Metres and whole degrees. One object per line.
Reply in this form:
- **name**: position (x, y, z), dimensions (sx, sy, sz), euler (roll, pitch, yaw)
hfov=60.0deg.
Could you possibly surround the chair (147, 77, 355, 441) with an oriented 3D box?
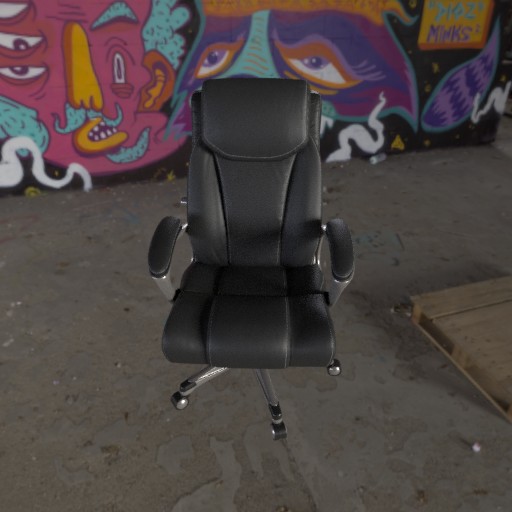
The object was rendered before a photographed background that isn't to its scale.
- **chair**: position (0.000, 0.000, 1.668), dimensions (0.741, 1.167, 0.784), euler (1, 31, 2)
